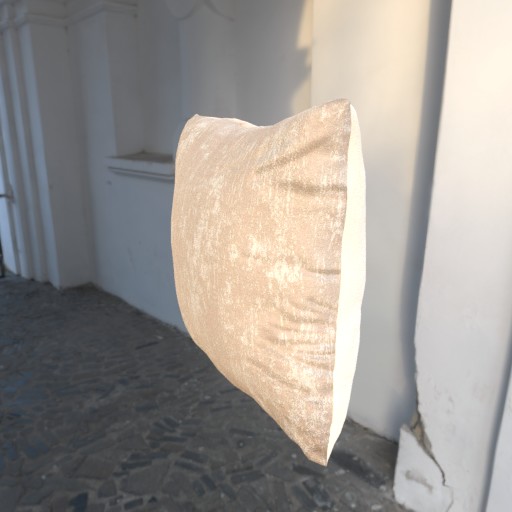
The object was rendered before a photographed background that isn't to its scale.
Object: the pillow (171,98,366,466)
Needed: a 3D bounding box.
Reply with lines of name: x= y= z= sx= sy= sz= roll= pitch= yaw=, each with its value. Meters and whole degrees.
pillow: x=0.000 y=0.000 z=0.704 sx=0.245 sy=0.448 sz=0.450 roll=-8 pitch=18 yaw=-25
